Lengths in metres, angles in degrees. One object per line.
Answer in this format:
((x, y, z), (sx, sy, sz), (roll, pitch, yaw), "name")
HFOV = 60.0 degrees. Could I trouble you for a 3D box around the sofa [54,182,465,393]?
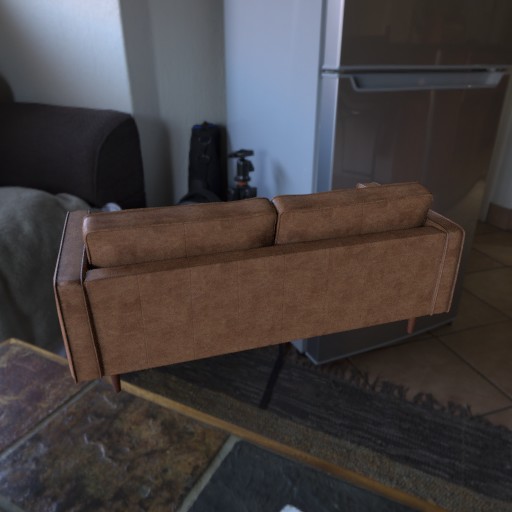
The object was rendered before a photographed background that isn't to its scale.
((0.000, 0.000, 2.397), (1.920, 0.825, 0.924), (-8, 27, -15), "sofa")
